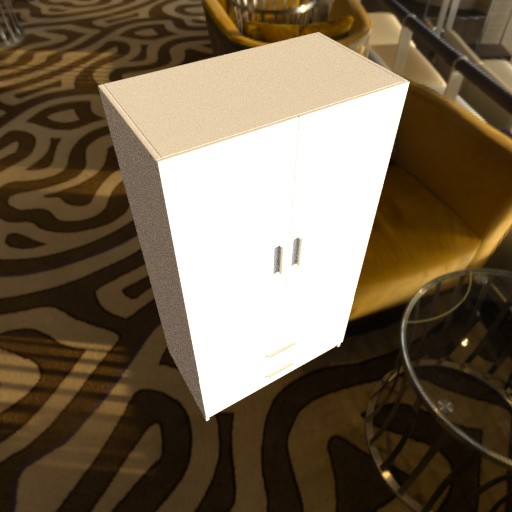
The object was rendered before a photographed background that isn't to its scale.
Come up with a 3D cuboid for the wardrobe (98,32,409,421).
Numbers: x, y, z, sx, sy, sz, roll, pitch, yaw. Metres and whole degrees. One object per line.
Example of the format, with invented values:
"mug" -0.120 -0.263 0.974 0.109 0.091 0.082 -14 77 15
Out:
"wardrobe" 0.000 0.000 2.263 0.991 1.808 0.577 -24 51 -21
